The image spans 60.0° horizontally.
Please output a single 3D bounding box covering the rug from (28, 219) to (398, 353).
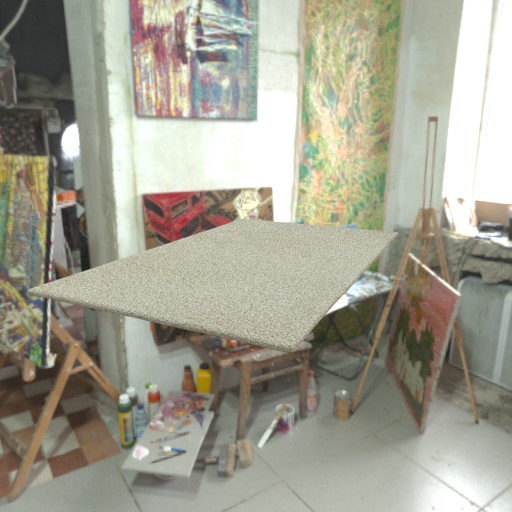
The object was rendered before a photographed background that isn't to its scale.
[{"bbox_3d":[0.000,0.000,3.087,1.524,0.030,2.438,7,16,26],"label":"rug"}]
